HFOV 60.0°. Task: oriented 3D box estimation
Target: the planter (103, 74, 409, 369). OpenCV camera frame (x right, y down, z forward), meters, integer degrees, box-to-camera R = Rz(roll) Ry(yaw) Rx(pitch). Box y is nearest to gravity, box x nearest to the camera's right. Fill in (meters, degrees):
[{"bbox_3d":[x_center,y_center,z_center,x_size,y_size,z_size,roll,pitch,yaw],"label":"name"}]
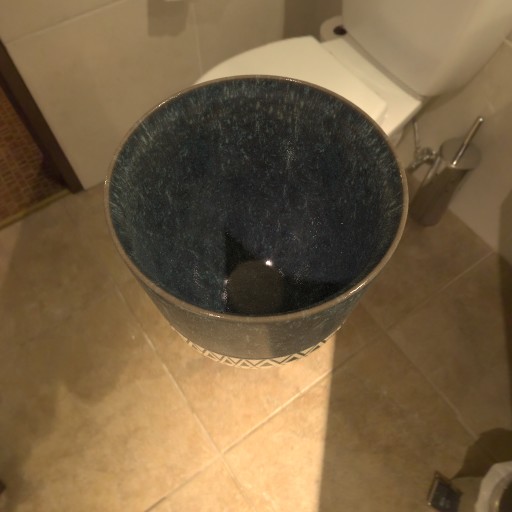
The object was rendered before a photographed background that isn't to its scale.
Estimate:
[{"bbox_3d":[0.000,0.000,0.380,0.195,0.214,0.195,0,62,0],"label":"planter"}]
